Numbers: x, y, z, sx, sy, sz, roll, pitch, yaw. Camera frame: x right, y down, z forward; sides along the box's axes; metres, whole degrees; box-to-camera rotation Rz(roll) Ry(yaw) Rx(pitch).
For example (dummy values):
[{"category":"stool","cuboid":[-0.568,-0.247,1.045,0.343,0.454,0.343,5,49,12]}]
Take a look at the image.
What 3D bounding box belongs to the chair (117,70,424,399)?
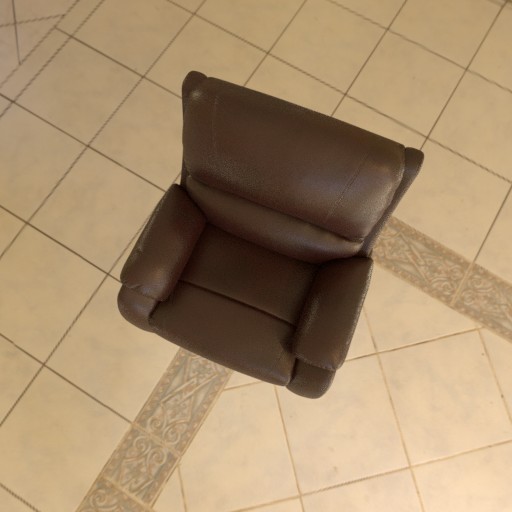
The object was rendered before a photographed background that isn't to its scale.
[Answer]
[{"category":"chair","cuboid":[0.000,0.000,1.792,0.930,1.011,0.899,21,76,5]}]
